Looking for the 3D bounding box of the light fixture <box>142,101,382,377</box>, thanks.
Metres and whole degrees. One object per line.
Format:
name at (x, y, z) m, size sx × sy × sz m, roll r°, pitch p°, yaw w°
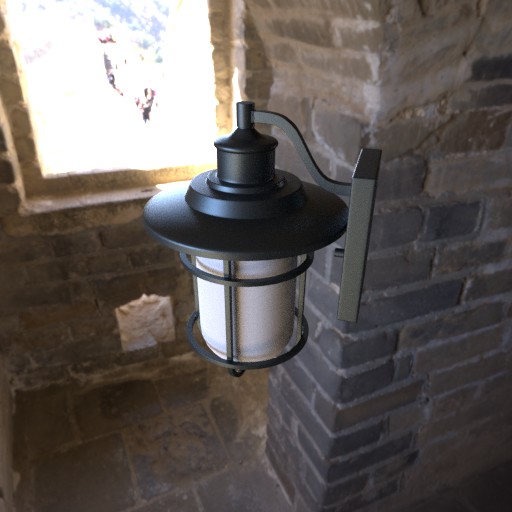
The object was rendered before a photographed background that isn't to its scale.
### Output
light fixture at (0.000, 0.000, 0.522) m, size 0.252 × 0.345 × 0.222 m, roll 8°, pitch 29°, yaw 15°
